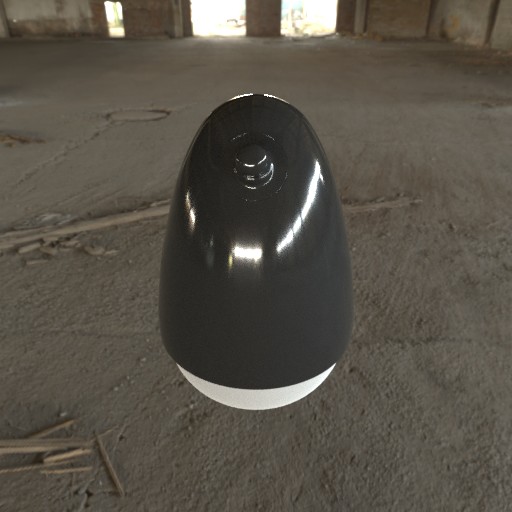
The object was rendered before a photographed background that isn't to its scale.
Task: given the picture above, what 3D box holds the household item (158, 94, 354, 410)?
[{"bbox_3d":[0.000,0.000,0.219,0.102,0.152,0.104,1,29,2],"label":"household item"}]
